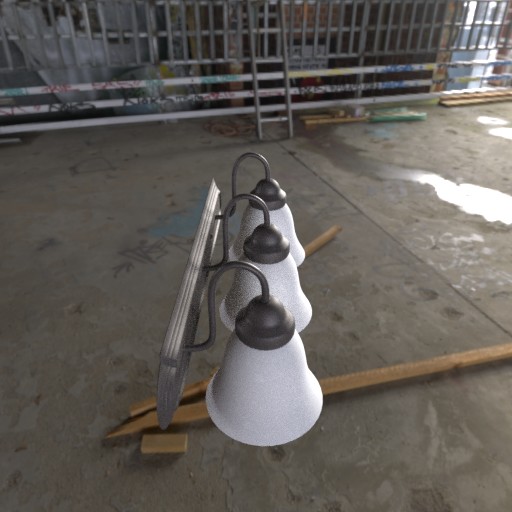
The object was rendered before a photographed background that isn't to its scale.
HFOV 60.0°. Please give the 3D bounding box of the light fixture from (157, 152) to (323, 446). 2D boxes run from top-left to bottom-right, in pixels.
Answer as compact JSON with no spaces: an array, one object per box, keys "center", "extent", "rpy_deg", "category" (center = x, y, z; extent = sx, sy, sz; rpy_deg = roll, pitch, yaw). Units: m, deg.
[{"center":[0.000,0.000,0.733],"extent":[0.199,0.222,0.610],"rpy_deg":[1,32,1],"category":"light fixture"}]
